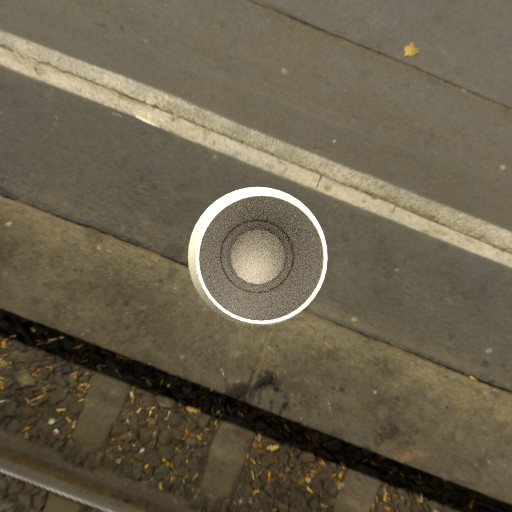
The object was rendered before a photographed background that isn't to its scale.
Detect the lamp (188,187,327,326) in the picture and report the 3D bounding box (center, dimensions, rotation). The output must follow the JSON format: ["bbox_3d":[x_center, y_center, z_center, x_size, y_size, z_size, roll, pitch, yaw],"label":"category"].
[{"bbox_3d":[0.000,0.000,0.710,0.181,0.639,0.181,0,90,-1],"label":"lamp"}]
